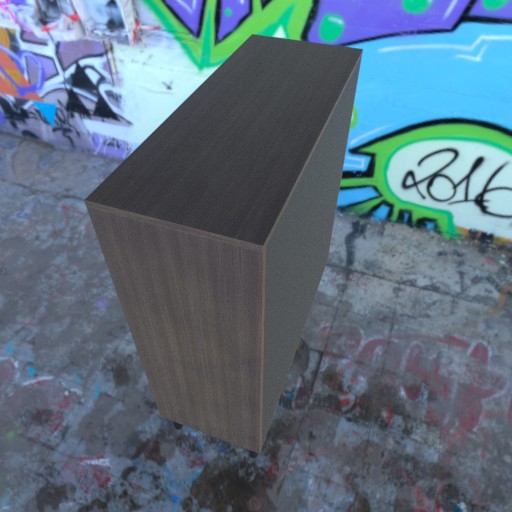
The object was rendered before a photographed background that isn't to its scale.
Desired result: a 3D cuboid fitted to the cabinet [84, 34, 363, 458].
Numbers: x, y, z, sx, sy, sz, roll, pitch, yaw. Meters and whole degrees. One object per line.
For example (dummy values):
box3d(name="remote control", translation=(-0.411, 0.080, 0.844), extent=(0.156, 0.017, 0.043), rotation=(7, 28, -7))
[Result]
box3d(name="cabinet", translation=(0.000, 0.000, 1.633), extent=(0.400, 1.170, 1.010), rotation=(15, 48, 14))
